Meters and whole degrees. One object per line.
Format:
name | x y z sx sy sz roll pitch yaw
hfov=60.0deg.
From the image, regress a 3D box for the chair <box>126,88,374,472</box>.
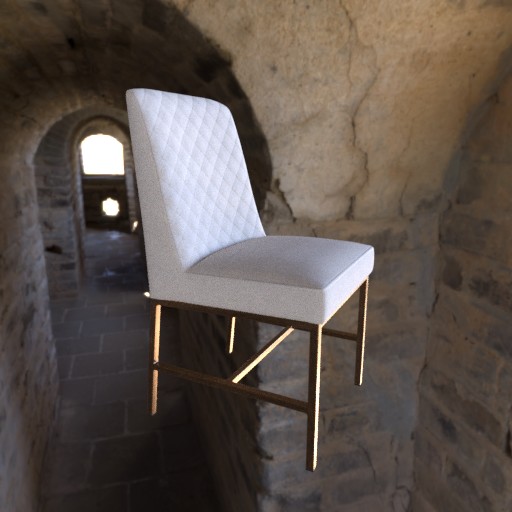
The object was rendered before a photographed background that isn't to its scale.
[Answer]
chair | 0.000 0.000 1.313 0.597 0.933 0.503 7 16 26
